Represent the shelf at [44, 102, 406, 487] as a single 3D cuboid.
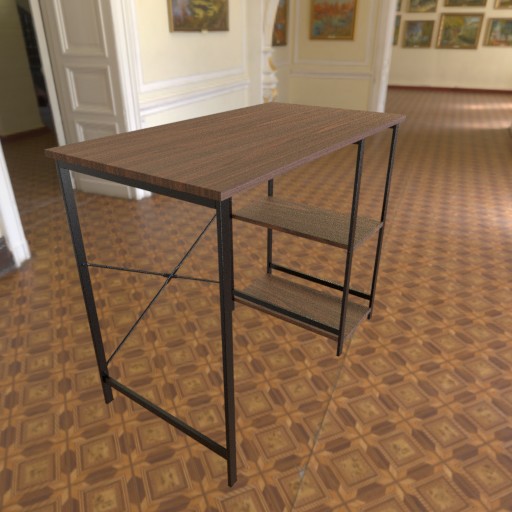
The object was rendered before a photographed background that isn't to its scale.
[{"bbox_3d":[0.000,0.000,1.339,0.498,0.750,0.902,18,32,31],"label":"shelf"}]
